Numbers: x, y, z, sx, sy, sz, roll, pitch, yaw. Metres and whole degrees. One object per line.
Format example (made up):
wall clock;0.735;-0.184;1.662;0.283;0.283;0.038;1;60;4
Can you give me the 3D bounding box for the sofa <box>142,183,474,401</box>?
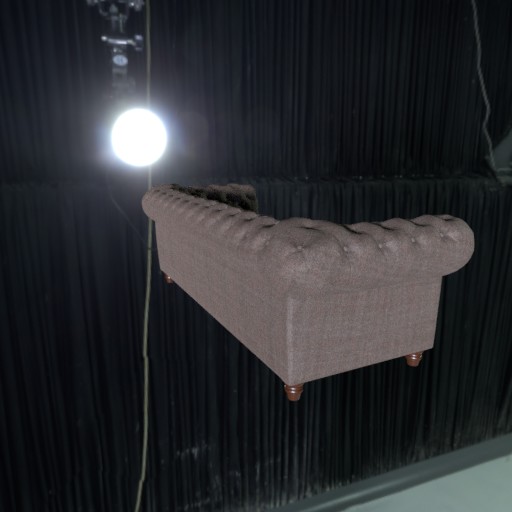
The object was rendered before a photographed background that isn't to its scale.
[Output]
sofa;0.000;0.000;2.781;0.944;0.787;2.385;-7;15;-26
